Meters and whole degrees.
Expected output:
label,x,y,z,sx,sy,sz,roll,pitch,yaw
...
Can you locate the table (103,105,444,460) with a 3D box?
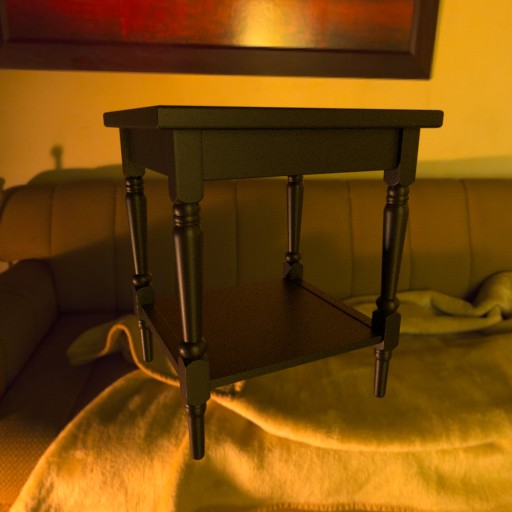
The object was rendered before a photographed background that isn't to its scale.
label,x,y,z,sx,sy,sz,roll,pitch,yaw
table,0.000,0.000,0.910,0.488,0.565,0.442,-8,19,-25
